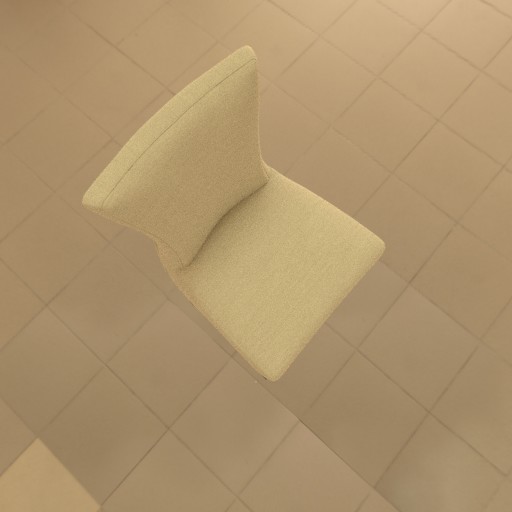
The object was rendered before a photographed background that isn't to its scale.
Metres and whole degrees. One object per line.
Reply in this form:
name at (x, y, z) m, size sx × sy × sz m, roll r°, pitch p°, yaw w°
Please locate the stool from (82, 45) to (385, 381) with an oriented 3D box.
stool at (0.000, 0.000, 1.361) m, size 0.574 × 1.000 × 0.514 m, roll 40°, pitch 78°, yaw 10°
